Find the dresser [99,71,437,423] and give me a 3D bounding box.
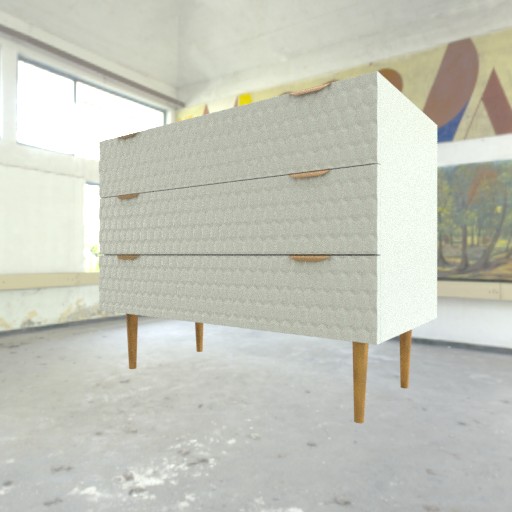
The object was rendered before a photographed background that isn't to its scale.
[{"bbox_3d":[0.000,0.000,1.306,0.905,0.721,0.457,0,0,36],"label":"dresser"}]
